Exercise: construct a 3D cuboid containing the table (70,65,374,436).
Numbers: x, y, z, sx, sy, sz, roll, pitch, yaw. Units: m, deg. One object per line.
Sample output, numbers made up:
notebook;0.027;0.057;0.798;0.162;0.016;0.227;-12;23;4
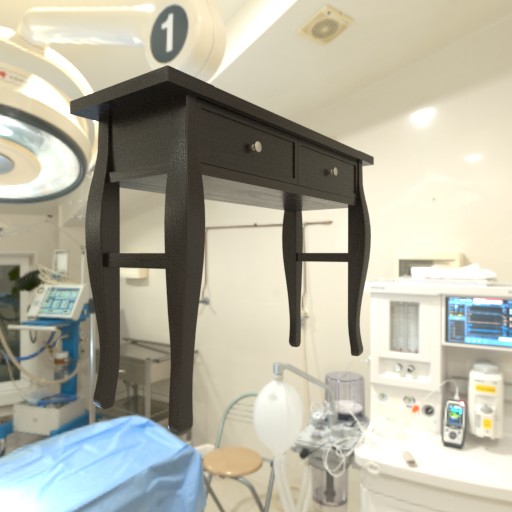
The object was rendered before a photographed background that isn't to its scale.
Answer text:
table;0.000;0.000;1.417;0.373;0.768;1.062;0;1;37
